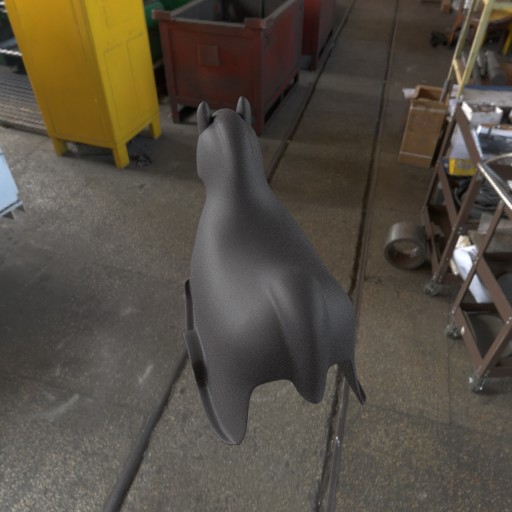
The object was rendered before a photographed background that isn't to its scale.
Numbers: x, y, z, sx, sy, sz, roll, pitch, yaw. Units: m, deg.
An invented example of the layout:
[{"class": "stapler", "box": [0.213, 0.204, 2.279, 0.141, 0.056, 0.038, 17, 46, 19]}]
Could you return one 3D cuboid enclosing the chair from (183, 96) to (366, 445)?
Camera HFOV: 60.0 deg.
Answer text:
[{"class": "chair", "box": [0.000, 0.000, 1.137, 0.429, 0.612, 0.800, -12, 43, -13]}]
